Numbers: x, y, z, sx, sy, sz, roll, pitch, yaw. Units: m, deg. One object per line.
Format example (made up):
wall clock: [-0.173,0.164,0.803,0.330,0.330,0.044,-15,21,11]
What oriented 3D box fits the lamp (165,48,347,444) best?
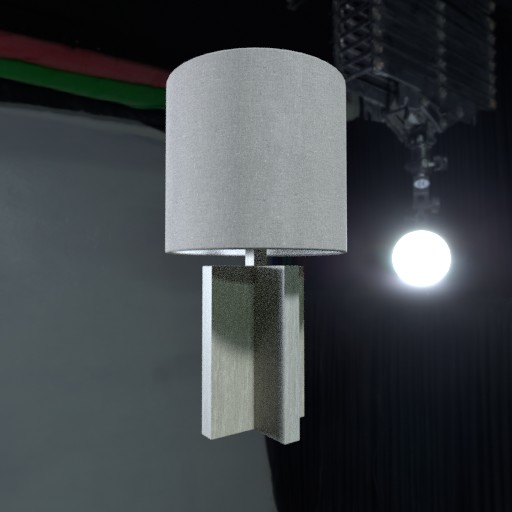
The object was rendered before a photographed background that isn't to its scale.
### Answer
lamp: [0.000,0.000,0.569,0.229,0.428,0.229,1,-2,-35]
